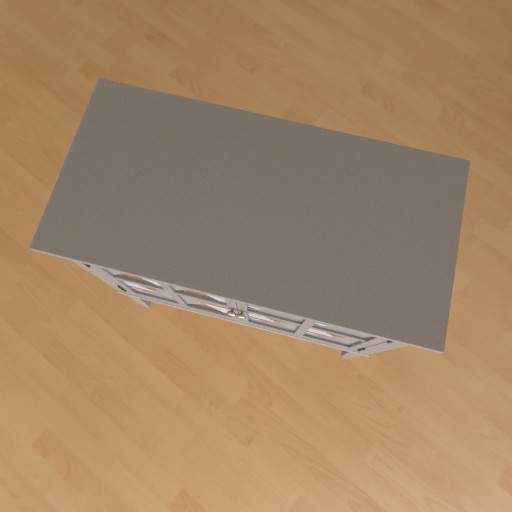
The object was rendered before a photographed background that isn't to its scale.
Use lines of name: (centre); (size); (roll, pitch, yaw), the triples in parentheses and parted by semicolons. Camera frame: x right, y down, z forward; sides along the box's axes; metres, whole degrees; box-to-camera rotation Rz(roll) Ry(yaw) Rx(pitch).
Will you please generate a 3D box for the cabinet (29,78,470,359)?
cabinet: (0.000, 0.000, 1.253); (0.801, 0.780, 0.396); (14, 75, 4)
